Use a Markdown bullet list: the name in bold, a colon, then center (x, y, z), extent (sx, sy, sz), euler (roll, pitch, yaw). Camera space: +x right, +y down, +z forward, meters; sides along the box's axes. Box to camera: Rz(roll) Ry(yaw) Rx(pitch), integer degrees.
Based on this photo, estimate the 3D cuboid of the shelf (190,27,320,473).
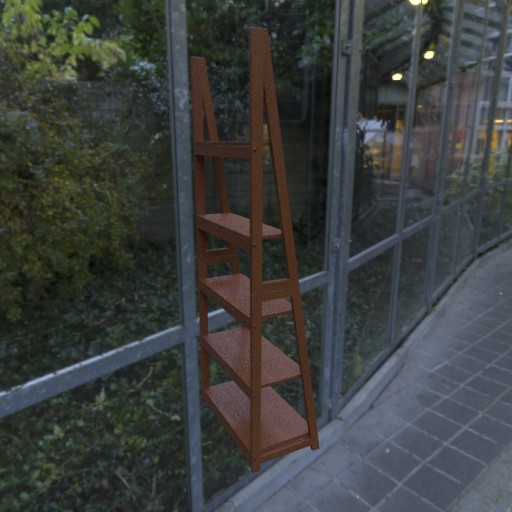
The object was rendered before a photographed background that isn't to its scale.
- **shelf**: center (0.000, 0.000, 2.064), extent (0.356, 1.780, 0.630), euler (-7, 16, -26)
